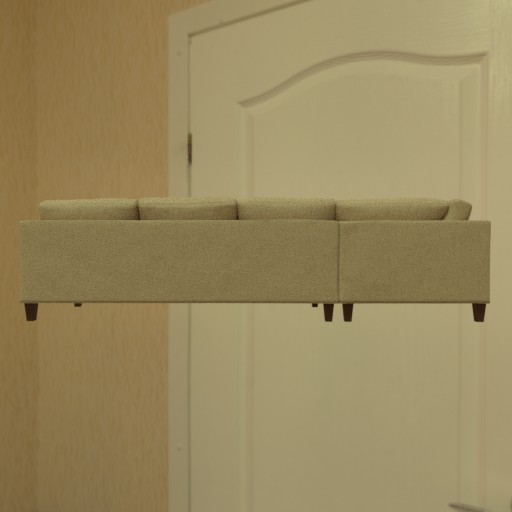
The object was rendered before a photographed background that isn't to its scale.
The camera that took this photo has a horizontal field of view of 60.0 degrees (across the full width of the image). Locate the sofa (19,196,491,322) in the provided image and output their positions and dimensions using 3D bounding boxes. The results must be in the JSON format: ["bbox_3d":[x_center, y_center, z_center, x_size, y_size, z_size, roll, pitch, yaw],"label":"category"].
[{"bbox_3d":[0.000,0.000,4.169,3.182,0.863,2.432,0,1,1],"label":"sofa"}]
